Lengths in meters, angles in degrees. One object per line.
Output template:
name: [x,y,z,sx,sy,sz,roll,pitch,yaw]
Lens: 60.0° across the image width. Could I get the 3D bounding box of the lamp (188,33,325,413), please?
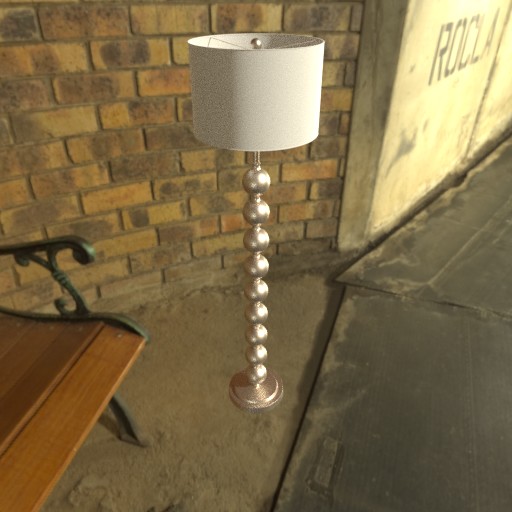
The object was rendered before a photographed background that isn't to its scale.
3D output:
lamp: [0.000,0.000,1.662,0.394,1.474,0.394,-9,33,-15]
